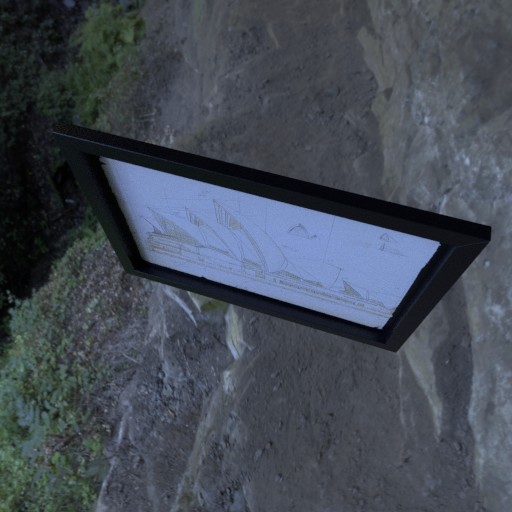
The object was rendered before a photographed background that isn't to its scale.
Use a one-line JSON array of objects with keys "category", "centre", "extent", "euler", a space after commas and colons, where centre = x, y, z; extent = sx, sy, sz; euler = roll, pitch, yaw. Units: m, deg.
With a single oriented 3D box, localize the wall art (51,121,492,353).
[{"category": "wall art", "centre": [0.000, 0.000, 0.837], "extent": [0.657, 0.458, 0.027], "euler": [15, 61, 9]}]
